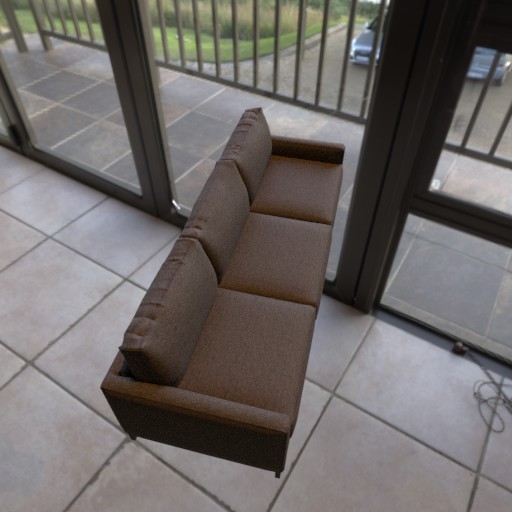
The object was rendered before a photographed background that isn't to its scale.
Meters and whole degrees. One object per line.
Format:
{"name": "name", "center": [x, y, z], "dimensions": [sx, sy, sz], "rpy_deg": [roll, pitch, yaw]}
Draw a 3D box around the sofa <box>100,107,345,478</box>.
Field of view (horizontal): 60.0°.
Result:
{"name": "sofa", "center": [0.000, 0.000, 2.742], "dimensions": [0.876, 0.882, 2.253], "rpy_deg": [10, 47, 10]}
